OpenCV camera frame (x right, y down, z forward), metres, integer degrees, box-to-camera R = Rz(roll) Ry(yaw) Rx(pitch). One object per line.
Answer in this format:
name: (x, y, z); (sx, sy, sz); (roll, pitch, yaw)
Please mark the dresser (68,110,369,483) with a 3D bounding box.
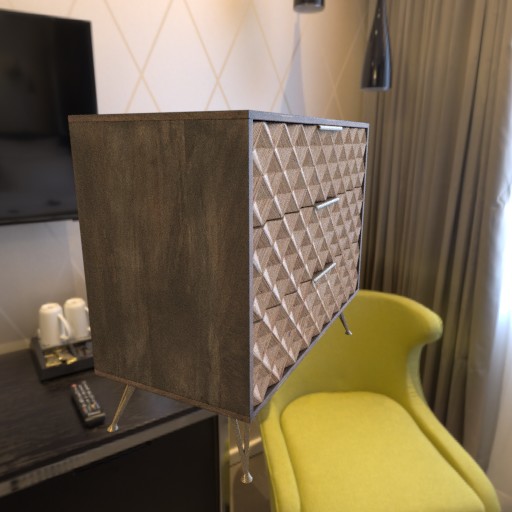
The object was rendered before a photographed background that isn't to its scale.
dresser: (0.000, 0.000, 1.368); (0.453, 0.801, 0.923); (7, 17, 26)
